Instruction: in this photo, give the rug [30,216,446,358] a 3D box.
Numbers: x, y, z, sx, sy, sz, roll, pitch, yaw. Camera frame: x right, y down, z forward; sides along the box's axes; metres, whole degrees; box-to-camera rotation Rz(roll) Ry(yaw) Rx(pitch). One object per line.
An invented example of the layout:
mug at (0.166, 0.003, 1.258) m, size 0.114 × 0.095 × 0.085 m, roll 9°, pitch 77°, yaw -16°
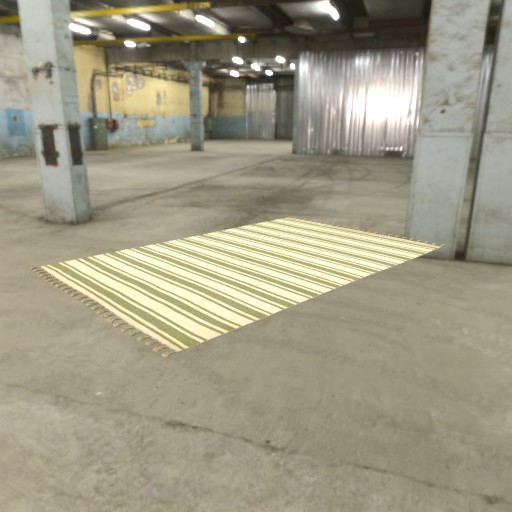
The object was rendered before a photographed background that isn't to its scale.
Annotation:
rug at (0.000, 0.000, 3.004) m, size 2.435 × 0.018 × 1.540 m, roll -15°, pitch 22°, yaw -41°
